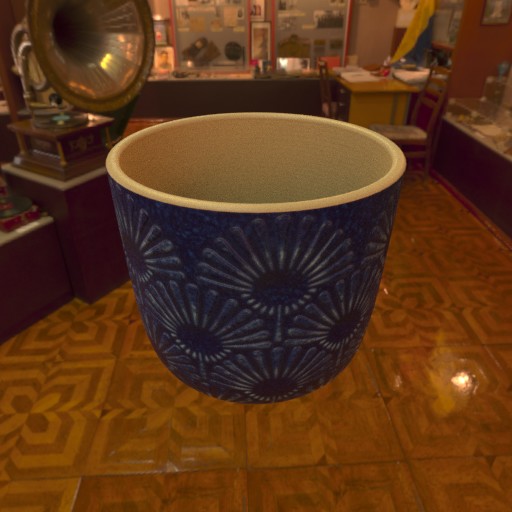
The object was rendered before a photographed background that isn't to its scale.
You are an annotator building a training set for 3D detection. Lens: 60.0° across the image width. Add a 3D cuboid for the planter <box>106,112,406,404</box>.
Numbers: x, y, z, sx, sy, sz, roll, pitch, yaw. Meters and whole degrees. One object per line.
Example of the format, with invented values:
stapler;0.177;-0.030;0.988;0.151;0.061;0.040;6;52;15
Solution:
planter;0.000;0.000;0.217;0.124;0.109;0.124;0;31;0
